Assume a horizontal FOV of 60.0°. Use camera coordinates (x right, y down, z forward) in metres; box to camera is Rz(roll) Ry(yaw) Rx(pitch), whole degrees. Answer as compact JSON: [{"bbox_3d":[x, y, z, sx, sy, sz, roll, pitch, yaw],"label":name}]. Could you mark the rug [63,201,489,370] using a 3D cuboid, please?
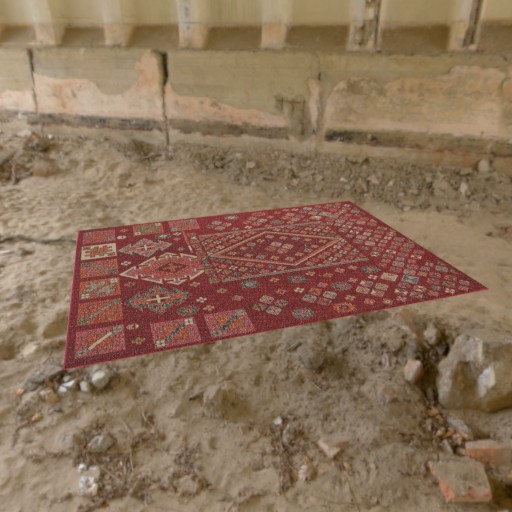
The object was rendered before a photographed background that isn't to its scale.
[{"bbox_3d":[0.000,0.000,4.254,3.306,0.011,2.389,-8,27,-16],"label":"rug"}]
